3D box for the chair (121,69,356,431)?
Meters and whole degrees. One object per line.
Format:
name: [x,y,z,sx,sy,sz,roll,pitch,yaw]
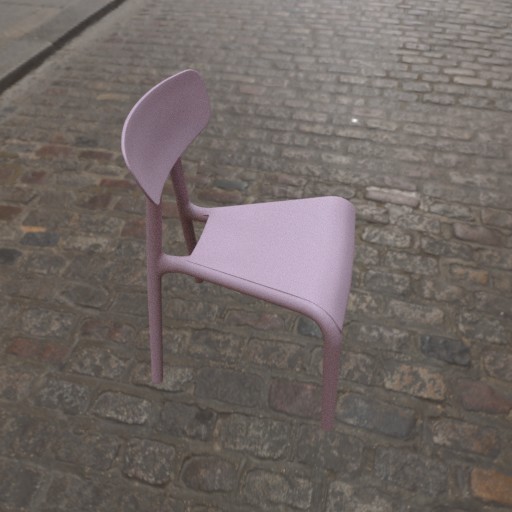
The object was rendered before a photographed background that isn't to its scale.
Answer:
chair: [0.000,0.000,0.843,0.401,0.580,0.356,10,47,9]
